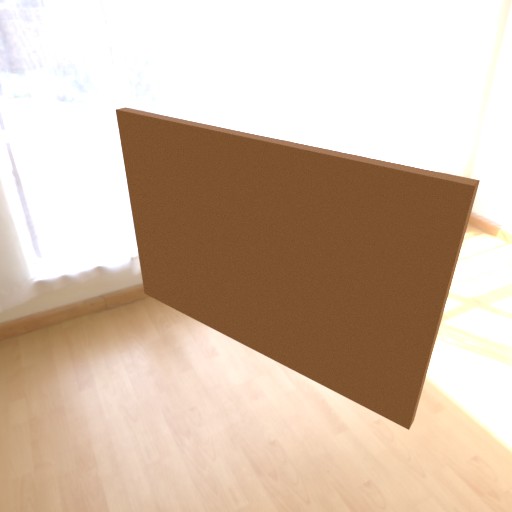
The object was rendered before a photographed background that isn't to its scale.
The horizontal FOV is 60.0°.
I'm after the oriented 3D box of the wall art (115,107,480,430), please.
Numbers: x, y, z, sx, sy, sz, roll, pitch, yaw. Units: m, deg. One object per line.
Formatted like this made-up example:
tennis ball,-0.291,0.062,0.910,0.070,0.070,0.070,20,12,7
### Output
wall art,0.000,0.000,1.126,0.915,0.608,0.033,21,37,31
